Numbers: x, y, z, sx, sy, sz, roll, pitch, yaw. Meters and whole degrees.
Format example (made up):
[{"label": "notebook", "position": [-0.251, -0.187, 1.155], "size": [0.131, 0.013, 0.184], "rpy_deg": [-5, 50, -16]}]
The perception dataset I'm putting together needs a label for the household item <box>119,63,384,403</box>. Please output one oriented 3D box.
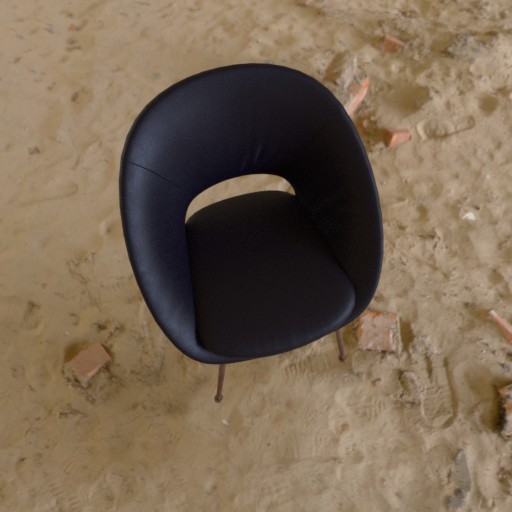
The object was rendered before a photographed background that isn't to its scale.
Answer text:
[{"label": "household item", "position": [0.000, 0.000, 1.249], "size": [0.623, 0.852, 0.573], "rpy_deg": [-16, 64, -8]}]
